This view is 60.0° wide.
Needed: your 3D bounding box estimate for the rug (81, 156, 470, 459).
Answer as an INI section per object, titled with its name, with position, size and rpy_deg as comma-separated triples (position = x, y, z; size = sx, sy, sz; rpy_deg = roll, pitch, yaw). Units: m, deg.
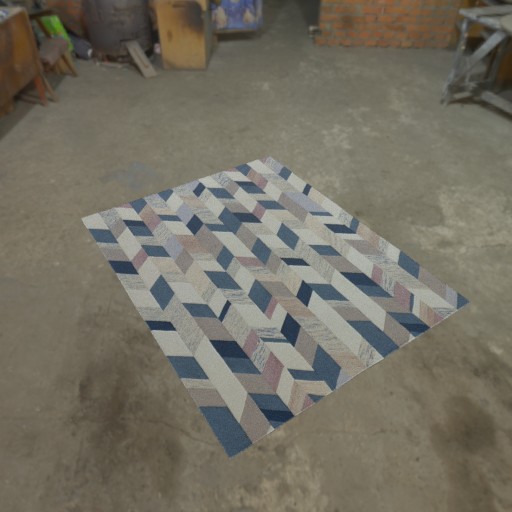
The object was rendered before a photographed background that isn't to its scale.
[rug]
position = 0.000, 0.000, 4.273
size = 2.451, 0.011, 3.072
rpy_deg = -24, 47, -24
